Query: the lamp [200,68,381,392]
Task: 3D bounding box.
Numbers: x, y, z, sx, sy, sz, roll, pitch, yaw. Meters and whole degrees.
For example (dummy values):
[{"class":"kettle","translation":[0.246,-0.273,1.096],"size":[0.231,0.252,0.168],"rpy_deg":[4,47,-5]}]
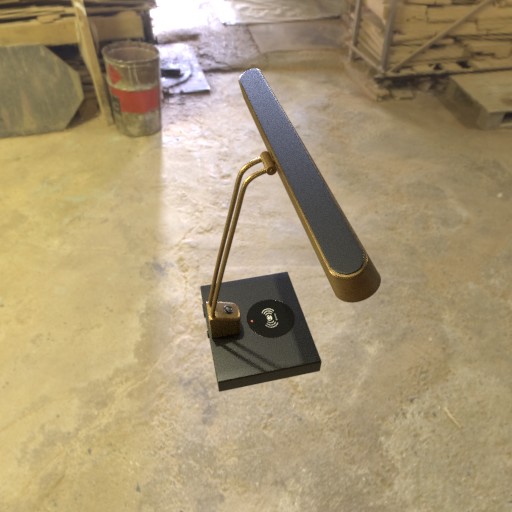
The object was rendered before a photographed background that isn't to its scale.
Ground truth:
[{"class":"lamp","translation":[0.000,0.000,0.597],"size":[0.156,0.345,0.412],"rpy_deg":[-9,46,-9]}]
